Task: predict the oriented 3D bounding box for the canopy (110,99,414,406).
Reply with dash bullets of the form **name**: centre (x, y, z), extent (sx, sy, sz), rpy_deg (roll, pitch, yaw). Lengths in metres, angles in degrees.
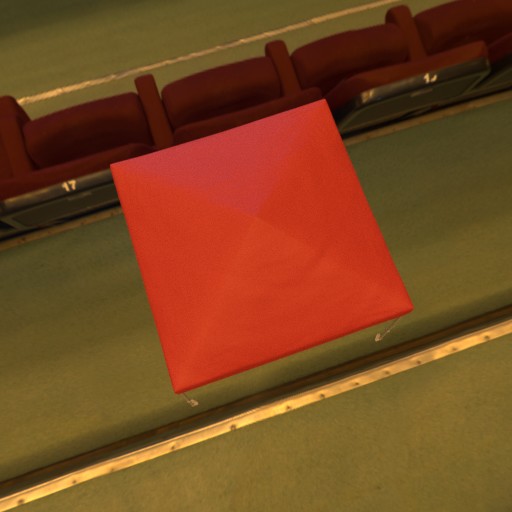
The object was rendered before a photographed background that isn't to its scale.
- **canopy**: centre (0.000, 0.000, 6.580), extent (3.600, 3.600, 3.599), rpy_deg (-18, 77, -4)
